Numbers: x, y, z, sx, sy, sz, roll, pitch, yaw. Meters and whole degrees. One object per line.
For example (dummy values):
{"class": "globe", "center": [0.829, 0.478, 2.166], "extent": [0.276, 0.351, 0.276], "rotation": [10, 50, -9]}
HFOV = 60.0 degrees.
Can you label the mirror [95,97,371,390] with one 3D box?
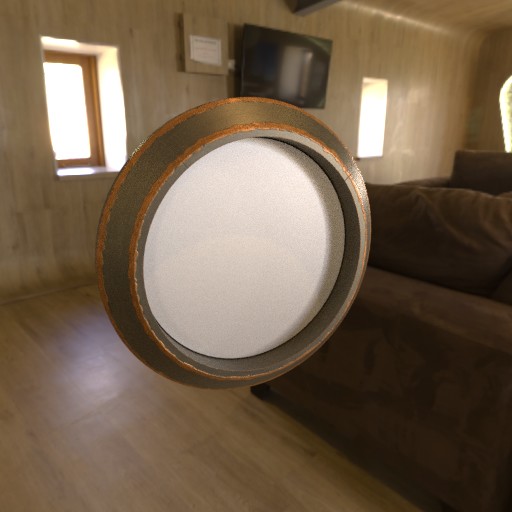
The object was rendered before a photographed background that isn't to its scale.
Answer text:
{"class": "mirror", "center": [0.000, 0.000, 1.337], "extent": [0.907, 0.907, 0.111], "rotation": [-8, 17, -25]}
